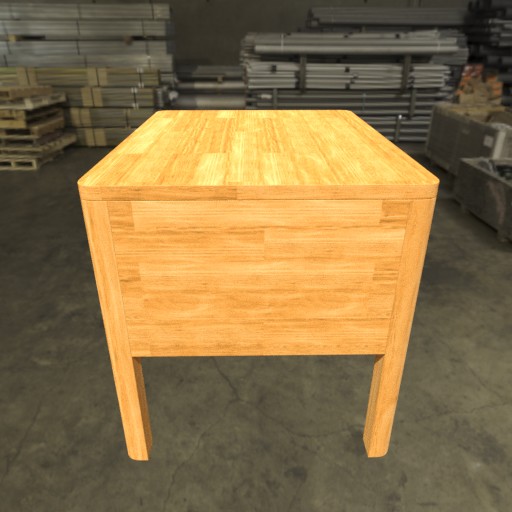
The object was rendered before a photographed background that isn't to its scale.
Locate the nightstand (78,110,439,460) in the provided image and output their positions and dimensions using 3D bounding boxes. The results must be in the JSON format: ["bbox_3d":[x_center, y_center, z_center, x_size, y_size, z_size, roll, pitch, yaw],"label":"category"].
[{"bbox_3d":[0.000,0.000,0.878,0.440,0.470,0.560,0,27,-1],"label":"nightstand"}]
